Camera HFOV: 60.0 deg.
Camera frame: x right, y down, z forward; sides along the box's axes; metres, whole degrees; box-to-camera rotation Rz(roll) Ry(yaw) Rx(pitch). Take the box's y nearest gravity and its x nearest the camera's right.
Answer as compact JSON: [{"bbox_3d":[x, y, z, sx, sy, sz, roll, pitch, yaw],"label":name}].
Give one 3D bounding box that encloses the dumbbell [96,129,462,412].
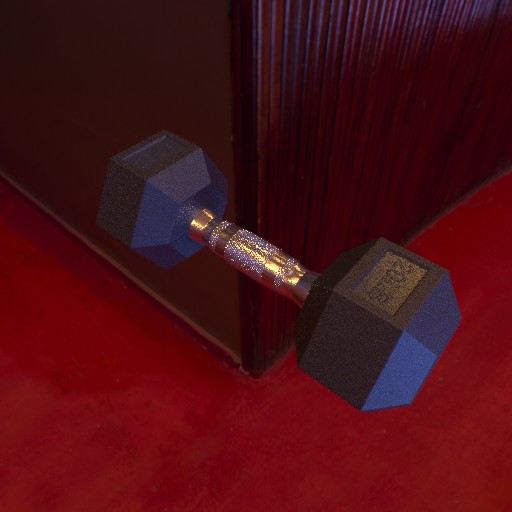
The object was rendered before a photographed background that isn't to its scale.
[{"bbox_3d":[0.000,0.000,0.319,0.272,0.092,0.106,31,53,26],"label":"dumbbell"}]
